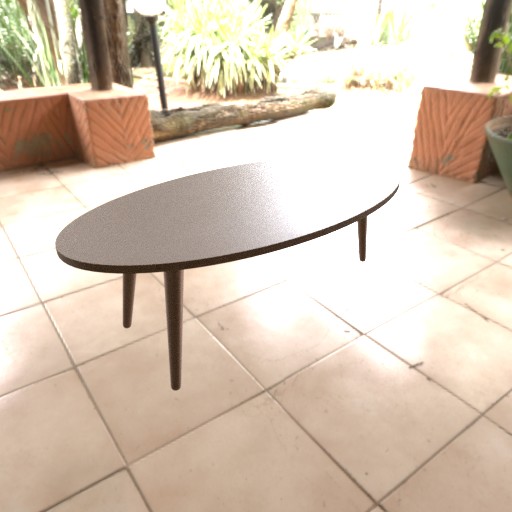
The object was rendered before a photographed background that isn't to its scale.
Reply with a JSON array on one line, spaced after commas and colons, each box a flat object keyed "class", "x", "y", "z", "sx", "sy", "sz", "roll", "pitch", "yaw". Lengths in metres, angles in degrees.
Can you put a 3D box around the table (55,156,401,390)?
[{"class": "table", "x": 0.000, "y": 0.000, "z": 1.345, "sx": 1.083, "sy": 0.390, "sz": 0.542, "roll": -20, "pitch": 35, "yaw": -32}]
